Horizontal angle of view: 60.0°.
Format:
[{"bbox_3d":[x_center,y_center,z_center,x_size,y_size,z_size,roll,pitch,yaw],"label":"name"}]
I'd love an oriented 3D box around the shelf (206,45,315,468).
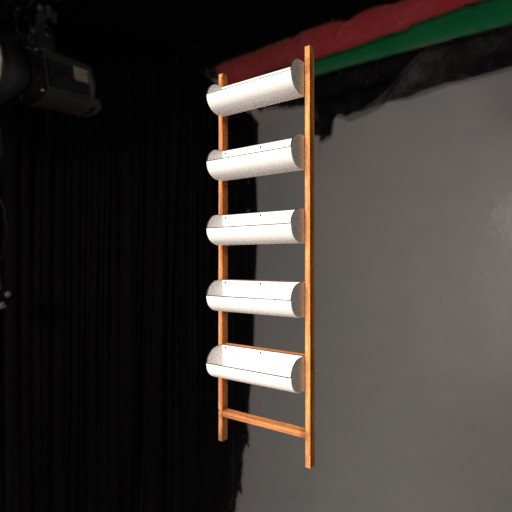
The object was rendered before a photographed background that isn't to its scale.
[{"bbox_3d":[0.000,0.000,1.778,0.454,1.600,0.141,0,-1,36],"label":"shelf"}]
